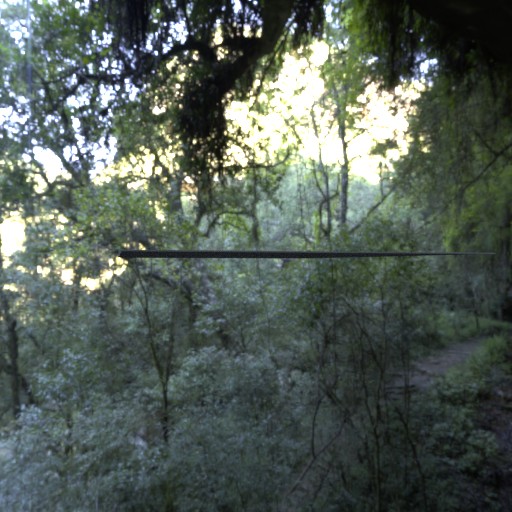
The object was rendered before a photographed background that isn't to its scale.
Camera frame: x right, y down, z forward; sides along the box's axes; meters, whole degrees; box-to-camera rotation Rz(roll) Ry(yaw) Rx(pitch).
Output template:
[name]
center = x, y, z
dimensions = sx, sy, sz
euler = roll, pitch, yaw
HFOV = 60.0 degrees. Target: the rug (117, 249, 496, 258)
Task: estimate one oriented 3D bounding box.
[rug]
center = 0.000, 0.000, 4.064
dimensions = 2.421, 0.008, 3.045
euler = 0, -1, -18
